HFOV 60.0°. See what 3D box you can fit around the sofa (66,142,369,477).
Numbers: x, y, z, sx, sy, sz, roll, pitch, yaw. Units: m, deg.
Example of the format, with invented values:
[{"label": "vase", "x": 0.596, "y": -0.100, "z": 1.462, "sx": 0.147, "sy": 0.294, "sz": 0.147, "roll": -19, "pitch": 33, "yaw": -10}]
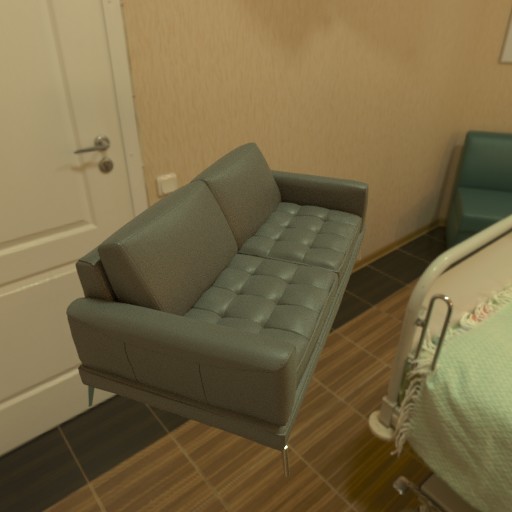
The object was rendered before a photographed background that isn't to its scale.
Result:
[{"label": "sofa", "x": 0.000, "y": 0.000, "z": 2.774, "sx": 1.121, "sy": 0.930, "sz": 2.177, "roll": 11, "pitch": 32, "yaw": 18}]
